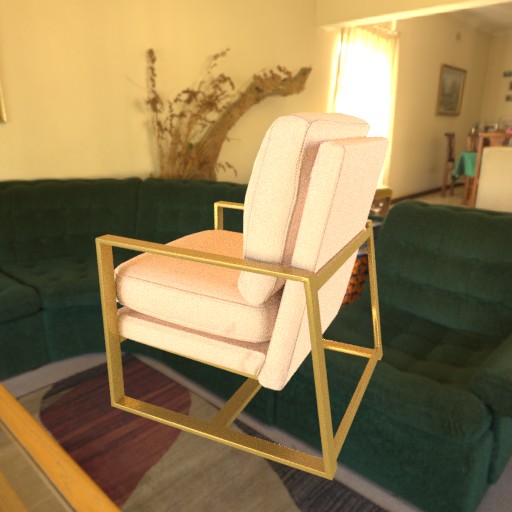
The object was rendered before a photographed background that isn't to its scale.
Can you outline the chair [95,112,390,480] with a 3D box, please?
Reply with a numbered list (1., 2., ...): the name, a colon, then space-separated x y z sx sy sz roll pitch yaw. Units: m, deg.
1. chair: 0.000 0.000 1.551 0.813 0.956 0.758 8 18 24
